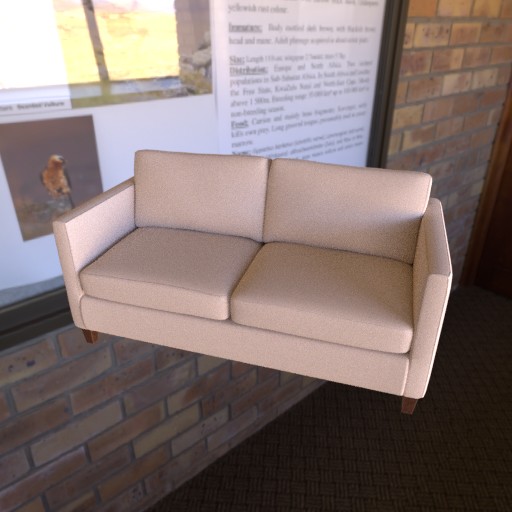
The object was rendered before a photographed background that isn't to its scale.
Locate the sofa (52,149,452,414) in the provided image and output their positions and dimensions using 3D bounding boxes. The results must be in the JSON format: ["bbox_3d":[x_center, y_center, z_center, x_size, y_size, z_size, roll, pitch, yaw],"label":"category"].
[{"bbox_3d":[0.000,0.000,2.240,1.722,0.888,0.873,8,29,15],"label":"sofa"}]
